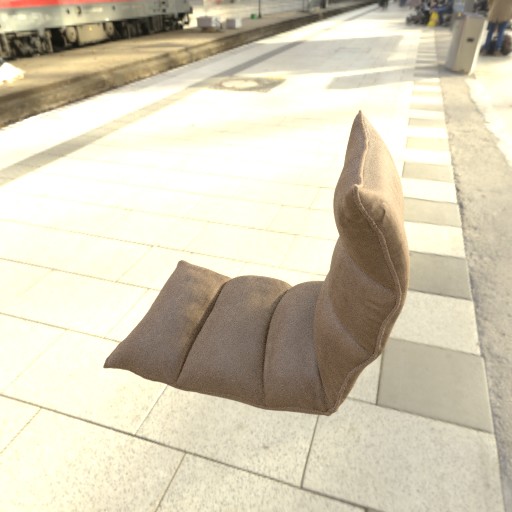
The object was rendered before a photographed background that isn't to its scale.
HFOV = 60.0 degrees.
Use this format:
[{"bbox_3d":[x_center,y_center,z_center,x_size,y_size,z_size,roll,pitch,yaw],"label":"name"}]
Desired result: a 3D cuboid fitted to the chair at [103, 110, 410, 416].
[{"bbox_3d":[0.000,0.000,1.575,0.985,0.892,0.714,9,33,14],"label":"chair"}]
